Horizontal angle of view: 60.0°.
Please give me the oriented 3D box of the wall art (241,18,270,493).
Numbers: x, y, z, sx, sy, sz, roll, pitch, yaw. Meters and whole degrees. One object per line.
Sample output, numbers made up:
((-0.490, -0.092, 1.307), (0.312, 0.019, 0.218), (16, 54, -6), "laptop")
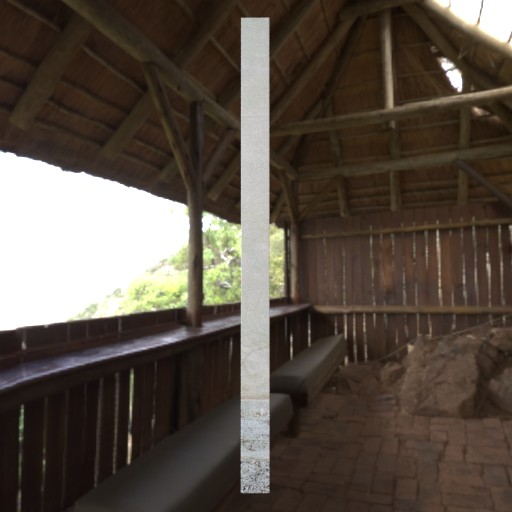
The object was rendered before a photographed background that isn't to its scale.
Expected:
((0.000, 0.000, 0.767), (0.036, 0.607, 0.403), (0, -1, 0), "wall art")
